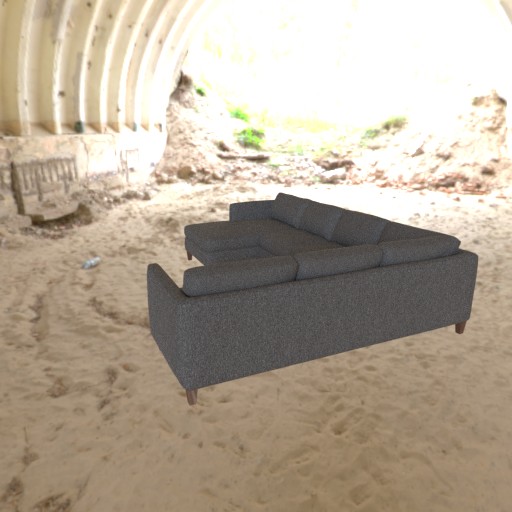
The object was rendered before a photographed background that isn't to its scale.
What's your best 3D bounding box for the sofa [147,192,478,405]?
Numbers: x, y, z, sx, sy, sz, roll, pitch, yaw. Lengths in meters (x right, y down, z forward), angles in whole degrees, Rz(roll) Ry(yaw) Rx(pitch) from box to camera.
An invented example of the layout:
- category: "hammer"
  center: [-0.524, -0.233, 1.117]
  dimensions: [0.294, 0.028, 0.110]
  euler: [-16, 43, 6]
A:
- category: "sofa"
  center: [0.000, 0.000, 4.539]
  dimensions: [2.551, 0.853, 3.238]
  euler: [-7, 18, -24]
